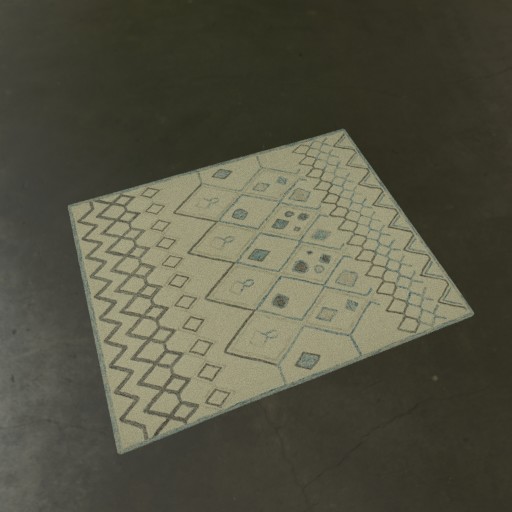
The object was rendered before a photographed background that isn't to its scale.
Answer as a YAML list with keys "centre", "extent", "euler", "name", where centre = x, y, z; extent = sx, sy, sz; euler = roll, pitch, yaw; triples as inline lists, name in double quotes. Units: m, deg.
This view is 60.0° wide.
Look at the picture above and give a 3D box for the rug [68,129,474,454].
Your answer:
- centre: [0.000, 0.000, 4.077]
  extent: [3.056, 0.013, 2.441]
  euler: [-18, 60, -11]
  name: "rug"
